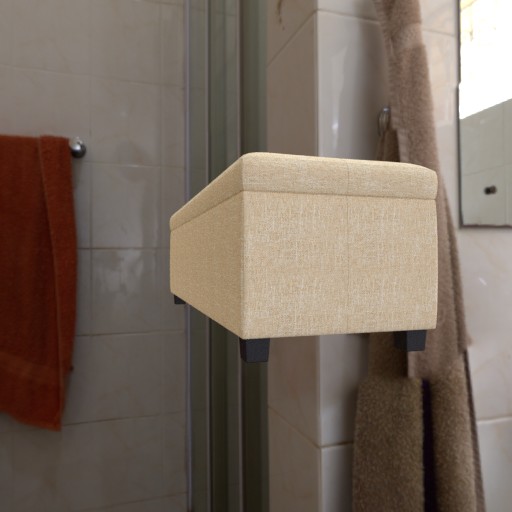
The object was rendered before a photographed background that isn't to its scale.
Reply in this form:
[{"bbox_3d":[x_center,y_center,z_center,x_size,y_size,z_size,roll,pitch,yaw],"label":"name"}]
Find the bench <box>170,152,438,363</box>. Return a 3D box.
[{"bbox_3d":[0.000,0.000,1.434,0.432,0.406,1.219,0,0,-17],"label":"bench"}]
